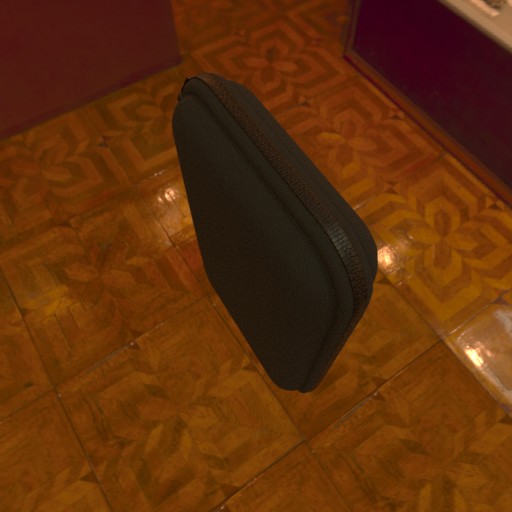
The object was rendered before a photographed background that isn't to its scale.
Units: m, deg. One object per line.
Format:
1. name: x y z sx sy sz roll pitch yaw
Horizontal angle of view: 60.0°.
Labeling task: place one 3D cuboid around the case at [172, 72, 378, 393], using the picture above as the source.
1. case: 0.000 0.000 0.188 0.030 0.147 0.107 -29 66 -14
